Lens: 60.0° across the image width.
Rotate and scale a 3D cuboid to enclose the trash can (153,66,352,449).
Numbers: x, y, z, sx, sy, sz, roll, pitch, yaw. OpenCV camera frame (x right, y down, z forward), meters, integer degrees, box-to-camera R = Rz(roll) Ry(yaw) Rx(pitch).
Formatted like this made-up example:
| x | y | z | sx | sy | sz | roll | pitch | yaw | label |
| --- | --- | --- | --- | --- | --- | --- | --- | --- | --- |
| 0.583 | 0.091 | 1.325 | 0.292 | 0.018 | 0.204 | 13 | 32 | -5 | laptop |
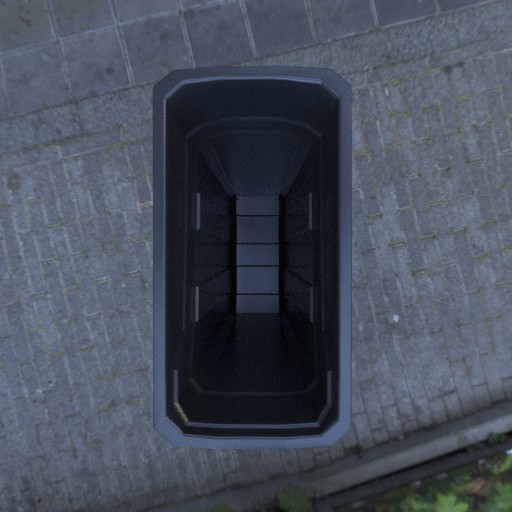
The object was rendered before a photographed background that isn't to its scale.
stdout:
| x | y | z | sx | sy | sz | roll | pitch | yaw | label |
| --- | --- | --- | --- | --- | --- | --- | --- | --- | --- |
| 0.000 | 0.000 | 1.006 | 0.281 | 0.762 | 0.559 | 0 | 91 | 1 | trash can |
